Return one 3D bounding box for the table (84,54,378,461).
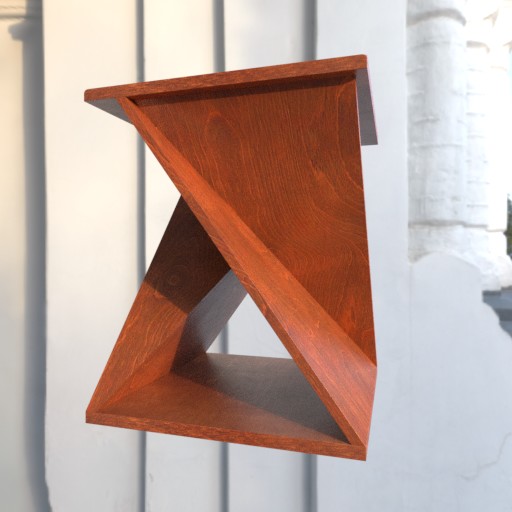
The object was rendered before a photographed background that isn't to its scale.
[{"bbox_3d":[0.000,0.000,0.832,0.427,0.520,0.427,0,1,17],"label":"table"}]
